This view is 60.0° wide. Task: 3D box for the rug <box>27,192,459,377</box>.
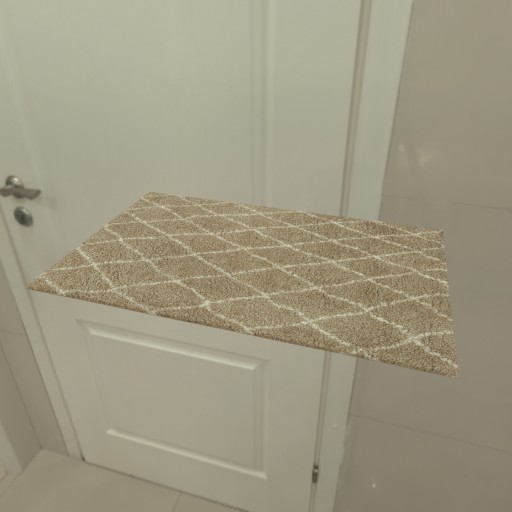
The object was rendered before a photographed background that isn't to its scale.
[{"bbox_3d":[0.000,0.000,2.984,2.438,0.030,1.524,9,32,15],"label":"rug"}]
